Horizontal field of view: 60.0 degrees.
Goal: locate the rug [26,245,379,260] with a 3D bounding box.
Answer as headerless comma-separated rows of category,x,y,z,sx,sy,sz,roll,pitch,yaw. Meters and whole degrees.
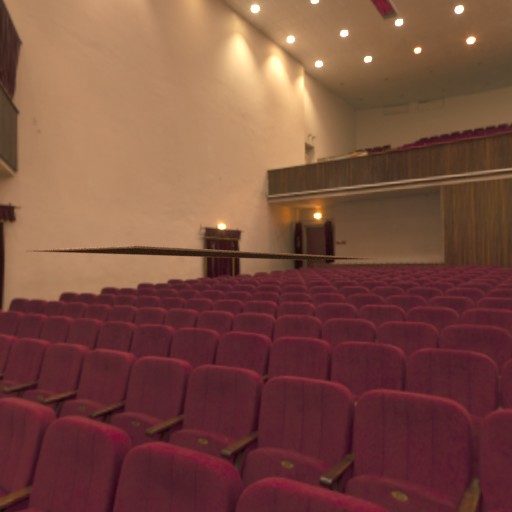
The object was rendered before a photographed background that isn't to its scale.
rug,0.000,0.000,2.679,0.688,0.005,2.437,-1,-2,34
